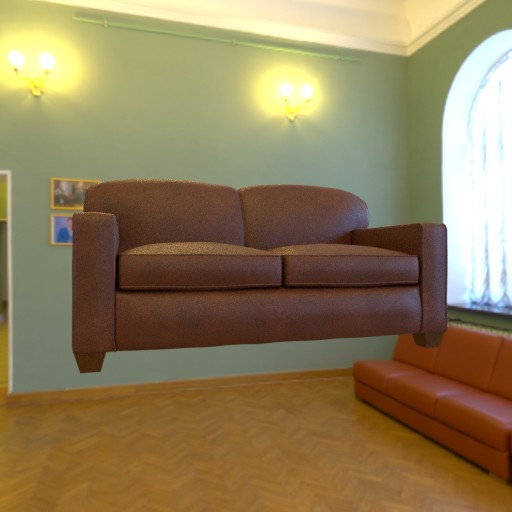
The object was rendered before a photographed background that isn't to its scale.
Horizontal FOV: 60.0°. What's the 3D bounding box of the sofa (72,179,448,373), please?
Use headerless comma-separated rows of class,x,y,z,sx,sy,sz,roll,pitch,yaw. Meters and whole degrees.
sofa,0.000,0.000,2.483,1.856,0.966,1.000,0,0,-18
